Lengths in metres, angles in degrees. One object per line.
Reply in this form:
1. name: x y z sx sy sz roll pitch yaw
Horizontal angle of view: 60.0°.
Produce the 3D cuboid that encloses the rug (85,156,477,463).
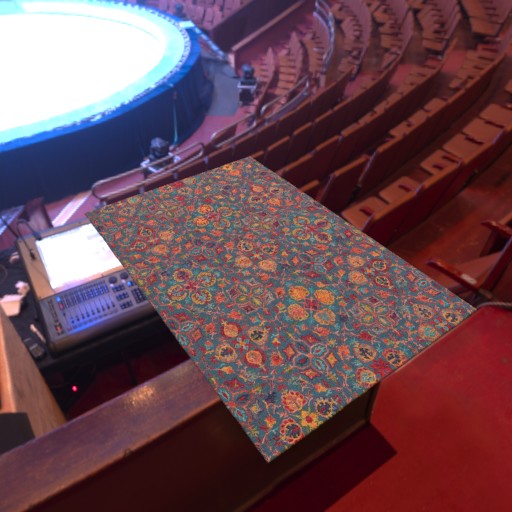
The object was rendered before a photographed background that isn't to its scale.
1. rug: 0.000 0.000 2.358 1.216 0.014 1.836 -25 46 -26
